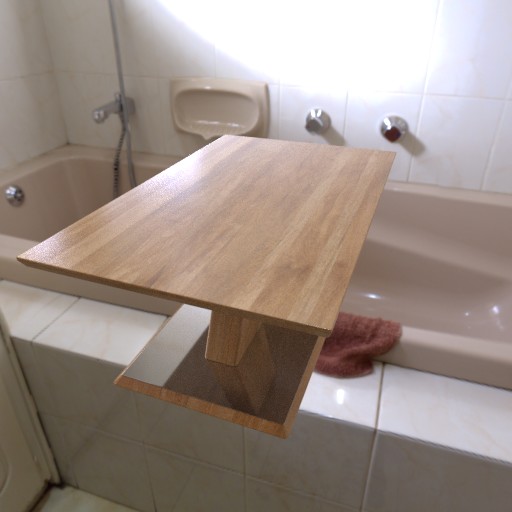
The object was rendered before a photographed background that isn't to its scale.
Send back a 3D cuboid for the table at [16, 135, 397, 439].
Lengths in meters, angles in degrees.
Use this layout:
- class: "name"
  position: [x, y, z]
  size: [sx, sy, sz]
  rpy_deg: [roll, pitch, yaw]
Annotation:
- class: "table"
  position: [0.000, 0.000, 1.406]
  size: [0.692, 0.441, 1.100]
  rpy_deg: [11, 31, 18]
